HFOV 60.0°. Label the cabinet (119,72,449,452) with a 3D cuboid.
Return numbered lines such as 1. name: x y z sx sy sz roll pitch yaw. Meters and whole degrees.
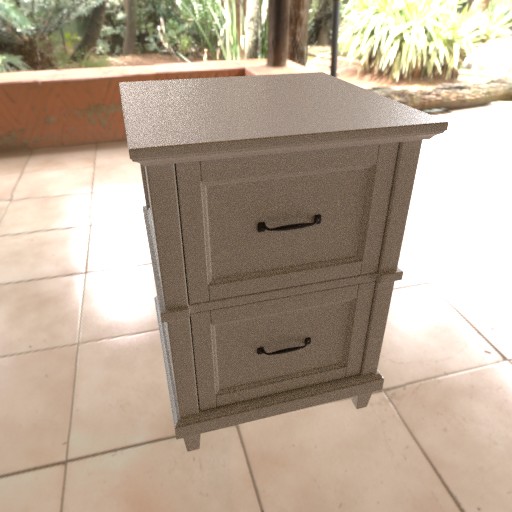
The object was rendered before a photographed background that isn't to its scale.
1. cabinet: 0.000 0.000 1.133 0.544 0.775 0.547 -9 32 -14
